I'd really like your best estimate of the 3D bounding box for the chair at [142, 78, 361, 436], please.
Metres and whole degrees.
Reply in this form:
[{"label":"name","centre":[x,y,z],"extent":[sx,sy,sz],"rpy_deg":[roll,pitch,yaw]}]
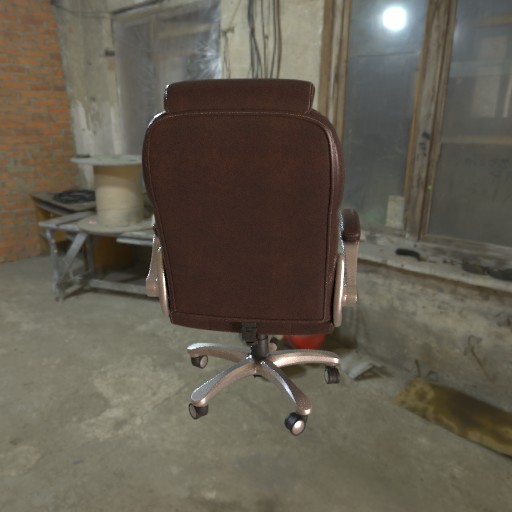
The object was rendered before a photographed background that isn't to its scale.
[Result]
[{"label":"chair","centre":[0.000,0.000,1.623],"extent":[0.733,1.160,0.774],"rpy_deg":[2,17,7]}]
